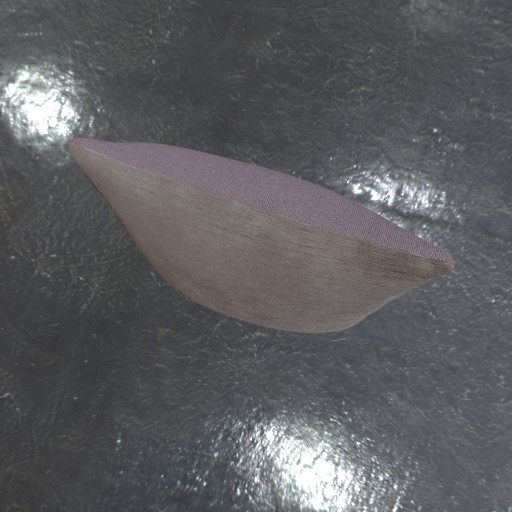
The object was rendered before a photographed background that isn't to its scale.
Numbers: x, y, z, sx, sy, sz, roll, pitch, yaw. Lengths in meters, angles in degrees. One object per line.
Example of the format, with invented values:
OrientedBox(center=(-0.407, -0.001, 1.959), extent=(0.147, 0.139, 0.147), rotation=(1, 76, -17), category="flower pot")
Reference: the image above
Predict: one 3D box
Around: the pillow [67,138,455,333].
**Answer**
OrientedBox(center=(0.000, 0.000, 0.689), extent=(0.452, 0.439, 0.204), rotation=(18, 76, 5), category="pillow")
